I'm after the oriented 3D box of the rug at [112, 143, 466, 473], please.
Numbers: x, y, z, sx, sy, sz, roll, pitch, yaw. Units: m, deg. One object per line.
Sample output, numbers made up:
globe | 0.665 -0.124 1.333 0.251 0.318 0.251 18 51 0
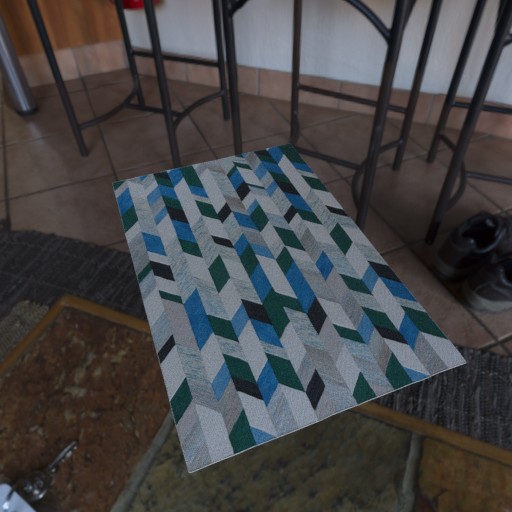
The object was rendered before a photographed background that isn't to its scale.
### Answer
rug | 0.000 0.000 2.326 1.229 0.005 1.827 -16 49 -14
